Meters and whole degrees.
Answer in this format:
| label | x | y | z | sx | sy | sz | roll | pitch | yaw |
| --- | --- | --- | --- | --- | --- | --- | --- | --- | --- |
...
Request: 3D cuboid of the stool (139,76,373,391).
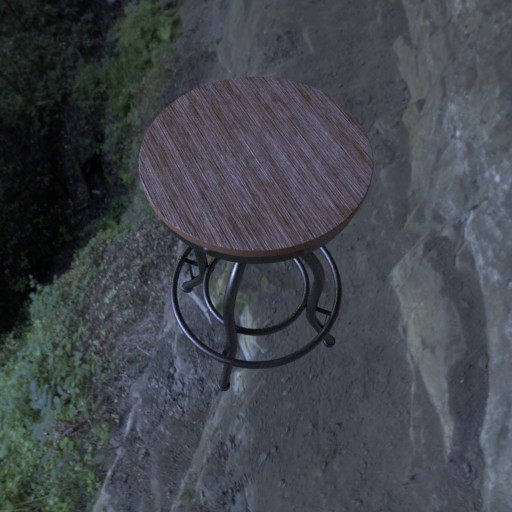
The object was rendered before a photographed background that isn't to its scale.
| label | x | y | z | sx | sy | sz | roll | pitch | yaw |
| --- | --- | --- | --- | --- | --- | --- | --- | --- | --- |
| stool | 0.000 | 0.000 | 0.925 | 0.439 | 0.609 | 0.439 | 20 | 61 | 11 |
